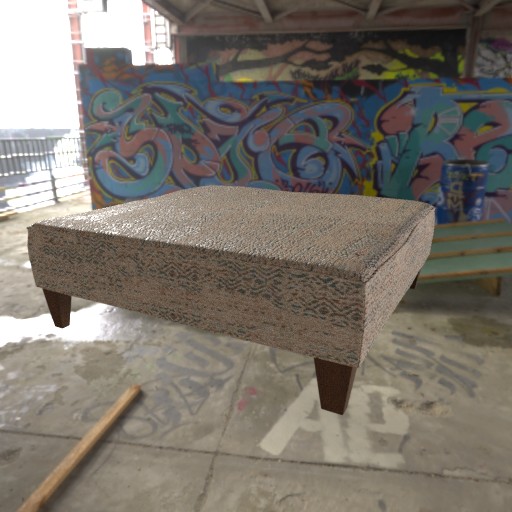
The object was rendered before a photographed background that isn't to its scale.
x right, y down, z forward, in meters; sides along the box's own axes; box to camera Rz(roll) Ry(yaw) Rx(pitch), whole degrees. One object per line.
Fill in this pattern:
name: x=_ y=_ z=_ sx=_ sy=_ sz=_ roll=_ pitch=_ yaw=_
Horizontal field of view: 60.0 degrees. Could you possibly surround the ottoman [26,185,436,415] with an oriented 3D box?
ottoman: x=0.000 y=0.000 z=1.492 sx=1.004 sy=0.356 sz=0.968 roll=9 pitch=18 yaw=27
